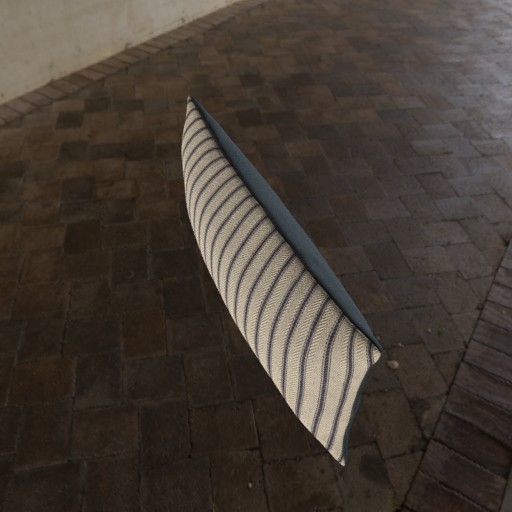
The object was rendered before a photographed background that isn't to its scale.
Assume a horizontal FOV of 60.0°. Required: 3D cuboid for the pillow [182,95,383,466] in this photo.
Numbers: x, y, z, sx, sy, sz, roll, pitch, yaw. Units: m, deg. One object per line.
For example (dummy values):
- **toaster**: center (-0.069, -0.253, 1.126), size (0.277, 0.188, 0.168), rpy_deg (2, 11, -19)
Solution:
- **pillow**: center (0.000, 0.000, 0.723), size (0.151, 0.305, 0.609), rpy_deg (-17, 48, -16)
